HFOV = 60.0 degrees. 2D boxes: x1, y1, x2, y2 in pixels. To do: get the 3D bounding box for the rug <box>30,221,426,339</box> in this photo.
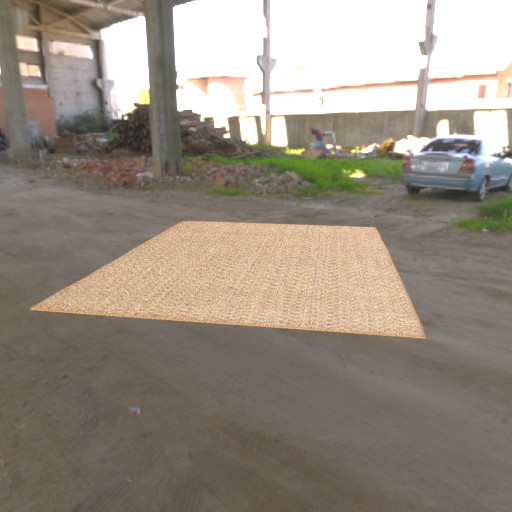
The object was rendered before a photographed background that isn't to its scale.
[{"bbox_3d":[0.000,0.000,4.072,2.439,0.013,3.048,3,16,9],"label":"rug"}]
